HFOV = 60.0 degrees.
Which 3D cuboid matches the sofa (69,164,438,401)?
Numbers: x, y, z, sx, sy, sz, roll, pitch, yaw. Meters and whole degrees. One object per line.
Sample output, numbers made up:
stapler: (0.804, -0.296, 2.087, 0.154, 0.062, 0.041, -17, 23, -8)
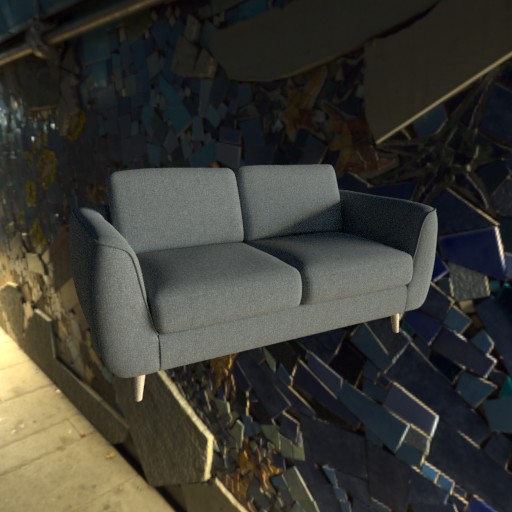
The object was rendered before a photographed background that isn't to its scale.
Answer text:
sofa: (0.000, 0.000, 2.249, 1.700, 0.870, 0.920, -8, 17, -27)
